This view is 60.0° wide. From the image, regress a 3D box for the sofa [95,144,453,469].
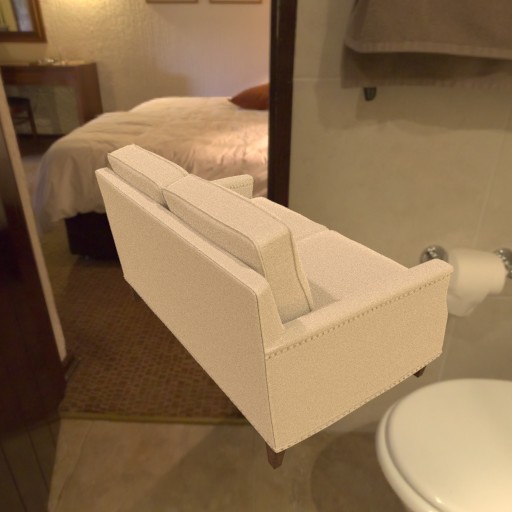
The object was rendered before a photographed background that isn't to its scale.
[{"bbox_3d":[0.000,0.000,2.253,1.084,1.003,1.597,-18,32,-31],"label":"sofa"}]
